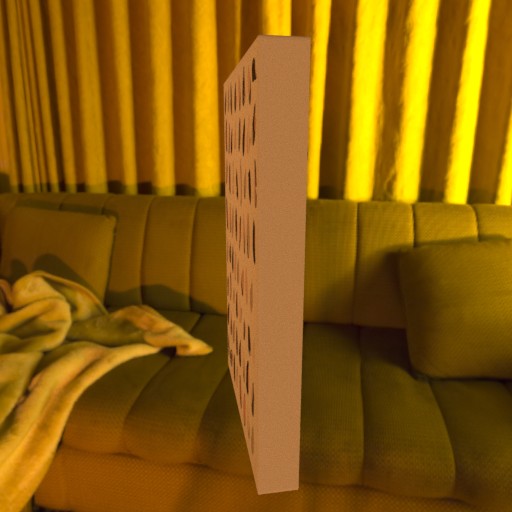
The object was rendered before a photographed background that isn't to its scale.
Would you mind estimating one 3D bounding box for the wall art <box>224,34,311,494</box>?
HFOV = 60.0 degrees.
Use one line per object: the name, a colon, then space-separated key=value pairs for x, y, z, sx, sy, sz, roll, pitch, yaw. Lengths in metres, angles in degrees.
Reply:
wall art: x=0.000 y=0.000 z=0.479 sx=0.039 sy=0.381 sz=0.252 roll=-2 pitch=14 yaw=-9
